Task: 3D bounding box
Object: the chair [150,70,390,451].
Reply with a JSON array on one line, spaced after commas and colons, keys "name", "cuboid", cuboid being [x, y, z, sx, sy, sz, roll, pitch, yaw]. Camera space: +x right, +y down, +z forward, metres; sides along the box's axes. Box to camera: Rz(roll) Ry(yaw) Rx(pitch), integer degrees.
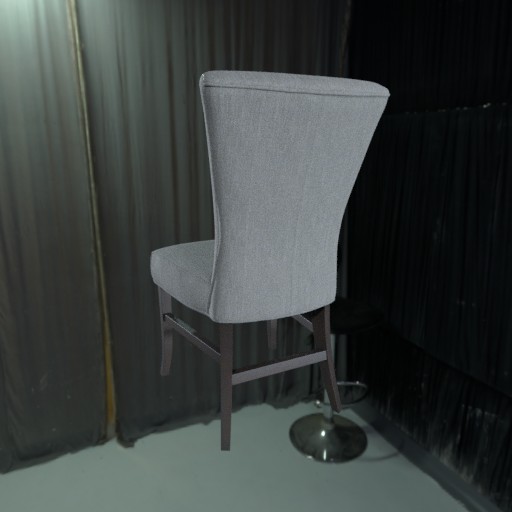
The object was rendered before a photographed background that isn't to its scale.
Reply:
[{"name": "chair", "cuboid": [0.000, 0.000, 1.383, 0.520, 0.991, 0.660, -7, 16, -27]}]
